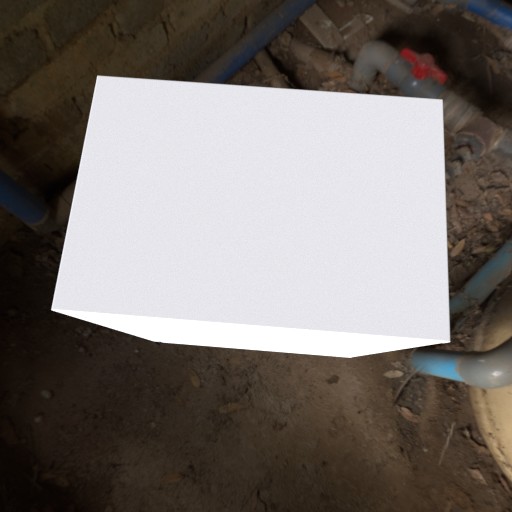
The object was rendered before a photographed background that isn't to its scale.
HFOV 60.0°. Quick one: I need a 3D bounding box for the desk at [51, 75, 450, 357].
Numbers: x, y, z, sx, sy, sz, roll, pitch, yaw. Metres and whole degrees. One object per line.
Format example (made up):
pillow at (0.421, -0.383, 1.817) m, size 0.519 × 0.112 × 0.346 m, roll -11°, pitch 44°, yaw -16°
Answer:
desk at (0.000, 0.000, 1.054) m, size 0.600 × 0.730 × 0.404 m, roll 4°, pitch 75°, yaw 1°
